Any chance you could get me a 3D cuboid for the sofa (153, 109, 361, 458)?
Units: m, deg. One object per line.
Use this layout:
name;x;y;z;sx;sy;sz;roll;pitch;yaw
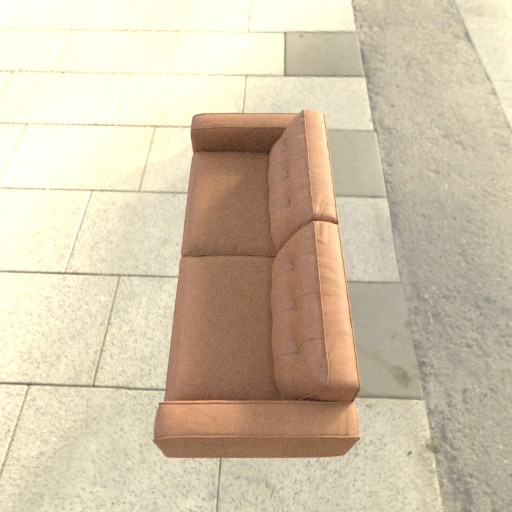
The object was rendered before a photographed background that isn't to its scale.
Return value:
sofa;0.000;0.000;2.747;0.953;0.780;2.270;0;56;0
